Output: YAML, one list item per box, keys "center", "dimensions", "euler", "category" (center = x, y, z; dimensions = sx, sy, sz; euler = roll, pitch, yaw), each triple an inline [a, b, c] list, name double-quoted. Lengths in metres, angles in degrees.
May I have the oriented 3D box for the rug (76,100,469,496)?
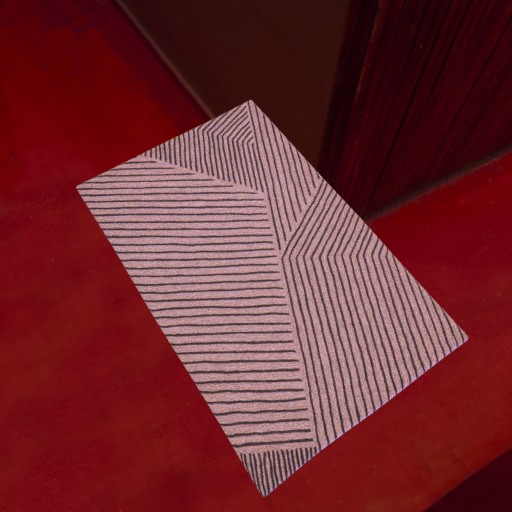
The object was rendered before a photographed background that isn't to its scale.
- center: [0.000, 0.000, 2.971]
  dimensions: [1.539, 0.023, 2.406]
  euler: [-31, 67, -15]
  category: "rug"
